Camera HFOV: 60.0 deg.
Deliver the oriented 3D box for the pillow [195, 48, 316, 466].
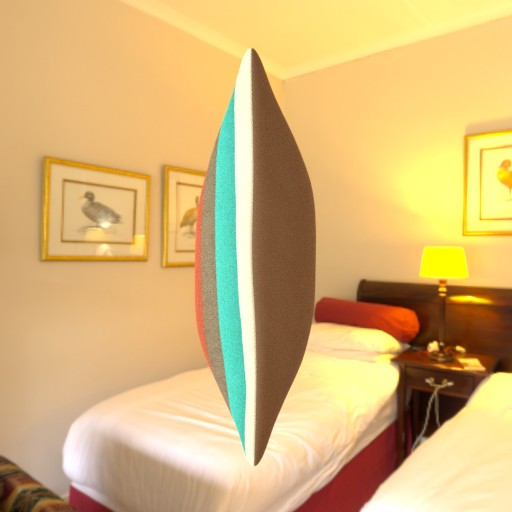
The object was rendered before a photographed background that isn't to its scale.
[{"bbox_3d":[0.000,0.000,0.691,0.168,0.443,0.453,0,1,1],"label":"pillow"}]
